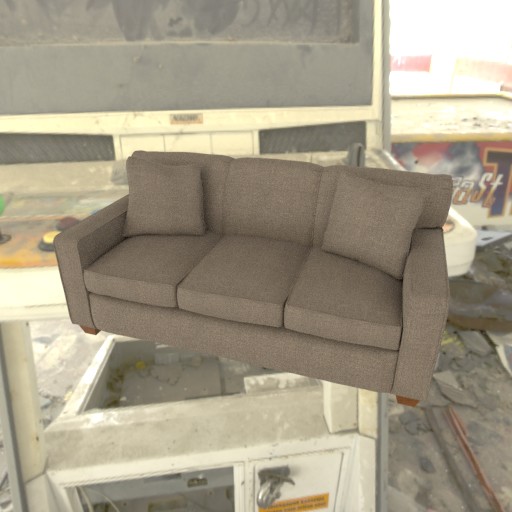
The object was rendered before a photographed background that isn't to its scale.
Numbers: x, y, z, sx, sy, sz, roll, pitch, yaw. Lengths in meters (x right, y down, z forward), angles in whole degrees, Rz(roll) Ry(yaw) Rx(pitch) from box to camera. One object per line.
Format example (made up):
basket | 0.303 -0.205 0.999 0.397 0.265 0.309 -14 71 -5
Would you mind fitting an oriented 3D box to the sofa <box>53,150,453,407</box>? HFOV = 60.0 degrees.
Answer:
sofa | 0.000 0.000 2.558 2.024 0.958 0.997 9 28 16
